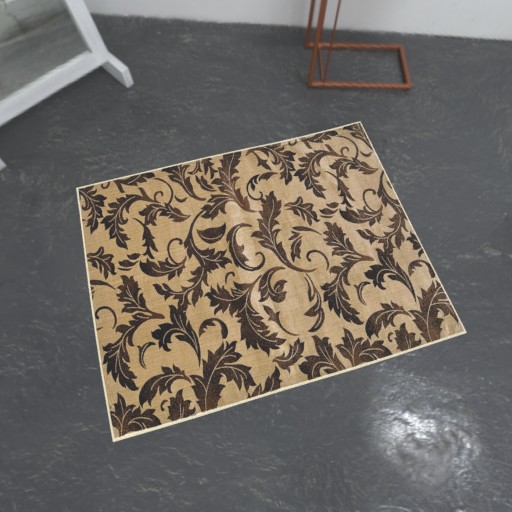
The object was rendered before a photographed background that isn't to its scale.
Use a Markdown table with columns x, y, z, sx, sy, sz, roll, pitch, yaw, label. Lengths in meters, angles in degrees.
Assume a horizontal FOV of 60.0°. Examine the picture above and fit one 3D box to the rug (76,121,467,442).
| x | y | z | sx | sy | sz | roll | pitch | yaw | label |
| --- | --- | --- | --- | --- | --- | --- | --- | --- | --- |
| 0.000 | 0.000 | 3.997 | 2.977 | 0.008 | 2.380 | -15 | 66 | -7 | rug |
